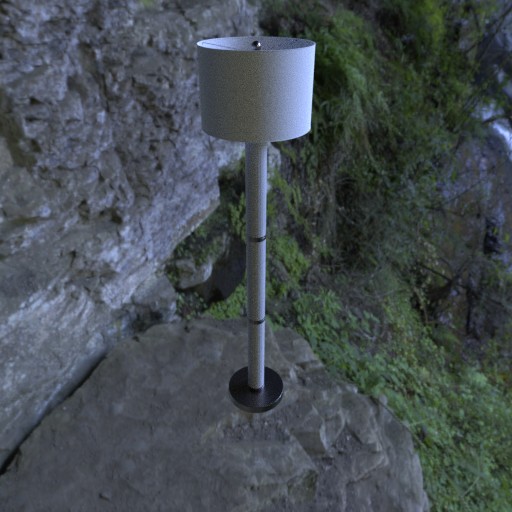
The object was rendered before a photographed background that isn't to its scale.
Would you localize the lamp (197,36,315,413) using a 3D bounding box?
[{"bbox_3d":[0.000,0.000,1.821,0.377,1.599,0.377,10,33,16],"label":"lamp"}]
